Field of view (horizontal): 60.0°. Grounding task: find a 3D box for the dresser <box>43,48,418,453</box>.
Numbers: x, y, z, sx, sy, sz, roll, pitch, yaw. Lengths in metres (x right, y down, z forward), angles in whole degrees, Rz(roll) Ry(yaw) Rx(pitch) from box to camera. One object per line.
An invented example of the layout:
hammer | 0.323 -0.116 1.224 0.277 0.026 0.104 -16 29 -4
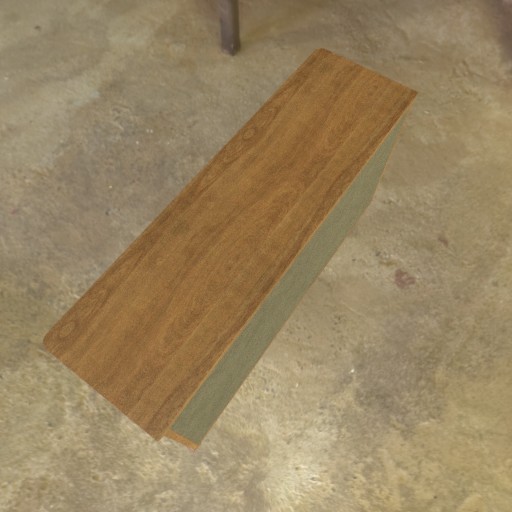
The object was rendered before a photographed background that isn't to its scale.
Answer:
dresser | 0.000 0.000 1.943 0.468 0.892 1.583 32 68 15
